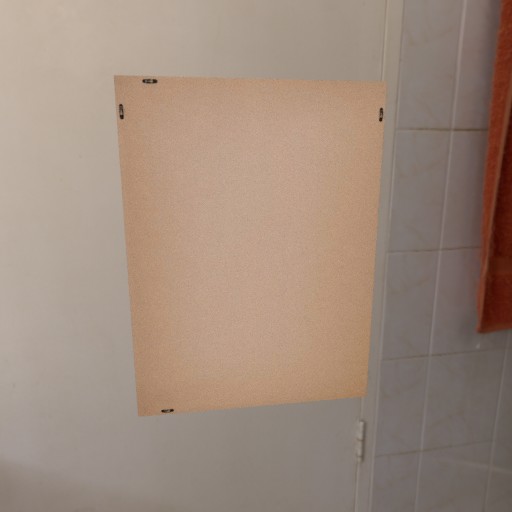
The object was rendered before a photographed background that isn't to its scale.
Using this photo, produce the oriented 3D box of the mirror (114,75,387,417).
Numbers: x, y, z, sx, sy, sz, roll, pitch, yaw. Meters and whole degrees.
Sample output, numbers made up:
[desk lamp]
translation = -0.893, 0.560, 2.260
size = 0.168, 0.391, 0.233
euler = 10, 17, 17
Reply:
[mirror]
translation = 0.000, 0.000, 1.359
size = 0.762, 1.016, 0.040
euler = -2, 14, -9
